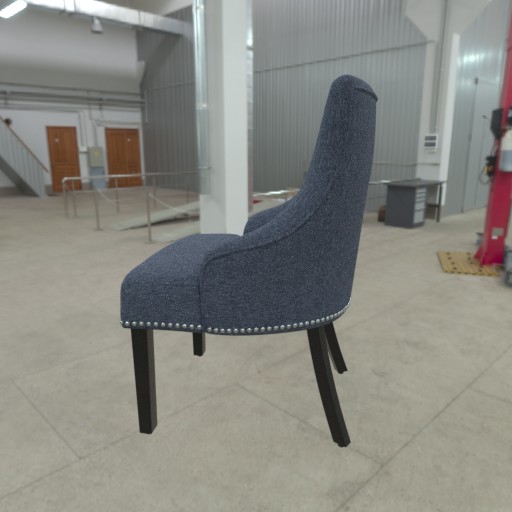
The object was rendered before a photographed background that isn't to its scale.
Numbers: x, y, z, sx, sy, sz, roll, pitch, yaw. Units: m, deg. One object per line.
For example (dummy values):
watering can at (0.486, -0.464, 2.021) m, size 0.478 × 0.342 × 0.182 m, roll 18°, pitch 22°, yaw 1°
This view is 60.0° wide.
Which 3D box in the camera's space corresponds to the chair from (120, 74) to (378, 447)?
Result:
chair at (0.000, 0.000, 1.290) m, size 0.629 × 0.909 × 0.566 m, roll 2°, pitch 14°, yaw 10°
